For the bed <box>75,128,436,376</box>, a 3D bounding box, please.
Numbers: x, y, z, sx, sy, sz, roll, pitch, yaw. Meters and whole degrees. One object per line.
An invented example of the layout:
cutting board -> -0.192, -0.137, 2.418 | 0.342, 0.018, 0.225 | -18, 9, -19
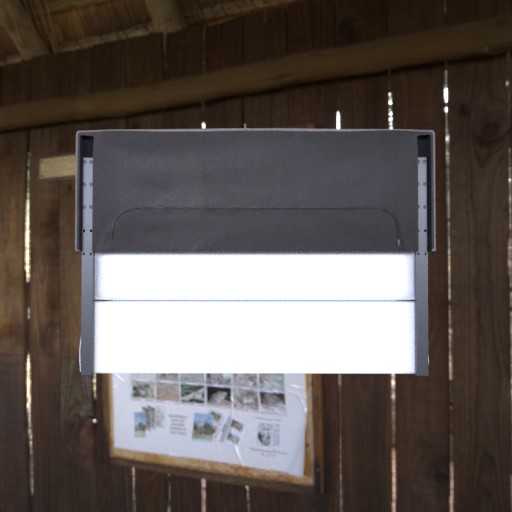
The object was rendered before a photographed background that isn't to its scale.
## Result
bed -> 0.000, 0.000, 2.867 | 1.610, 1.089, 1.894 | 0, -1, 0
